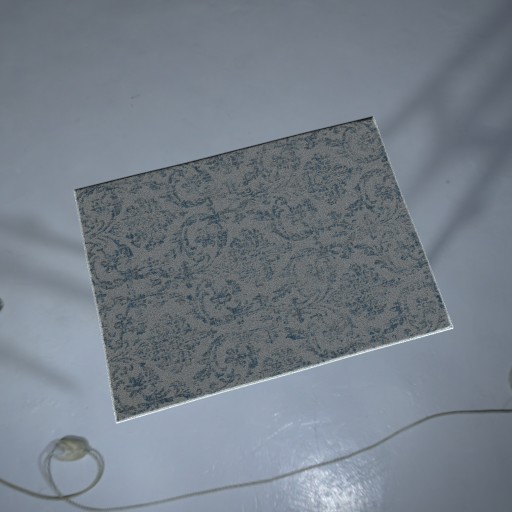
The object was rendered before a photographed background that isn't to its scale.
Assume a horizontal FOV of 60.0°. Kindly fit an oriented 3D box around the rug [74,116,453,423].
[{"bbox_3d":[0.000,0.000,2.963,2.197,0.014,1.586,-15,76,-4],"label":"rug"}]
